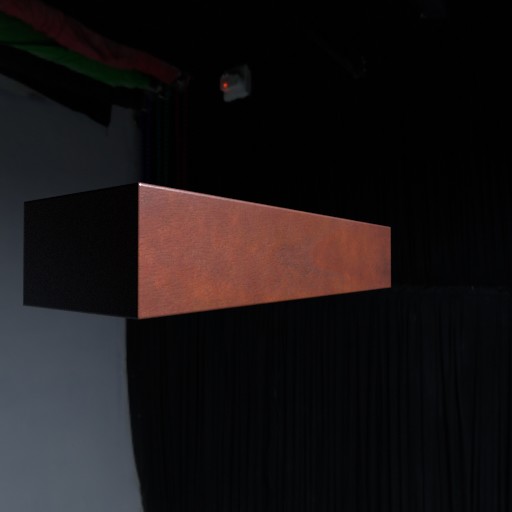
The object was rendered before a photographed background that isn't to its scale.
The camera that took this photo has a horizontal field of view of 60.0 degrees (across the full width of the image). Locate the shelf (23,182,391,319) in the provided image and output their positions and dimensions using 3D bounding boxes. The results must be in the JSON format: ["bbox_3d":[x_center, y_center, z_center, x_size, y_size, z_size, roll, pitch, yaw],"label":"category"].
[{"bbox_3d":[0.000,0.000,0.514,0.152,0.088,0.457,-1,-1,37],"label":"shelf"}]
